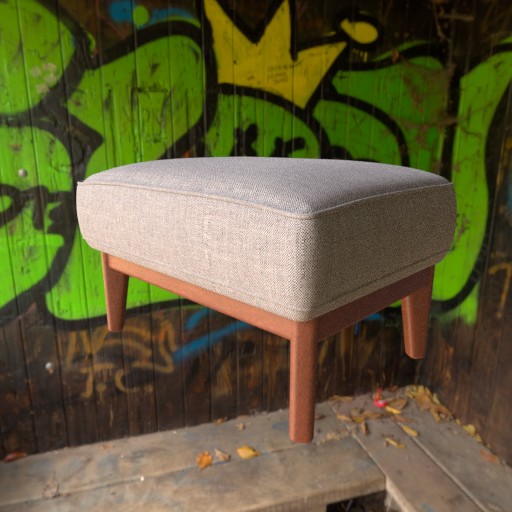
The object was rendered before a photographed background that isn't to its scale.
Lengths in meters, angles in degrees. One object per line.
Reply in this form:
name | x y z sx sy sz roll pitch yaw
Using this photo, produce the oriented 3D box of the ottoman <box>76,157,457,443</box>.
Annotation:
ottoman | 0.000 0.000 1.070 0.750 0.458 0.555 14 20 43
